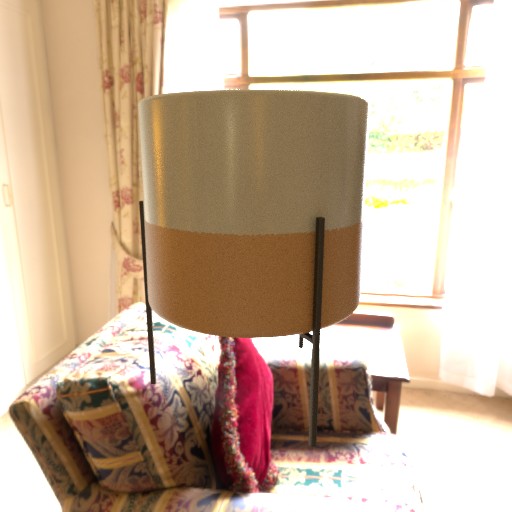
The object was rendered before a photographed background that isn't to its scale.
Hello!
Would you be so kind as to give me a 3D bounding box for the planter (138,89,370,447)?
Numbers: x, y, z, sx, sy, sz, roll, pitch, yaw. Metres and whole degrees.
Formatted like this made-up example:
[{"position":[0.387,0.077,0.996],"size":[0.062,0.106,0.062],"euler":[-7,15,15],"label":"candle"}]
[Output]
[{"position":[0.000,0.000,0.727],"size":[0.348,0.480,0.360],"euler":[-7,16,-27],"label":"planter"}]
